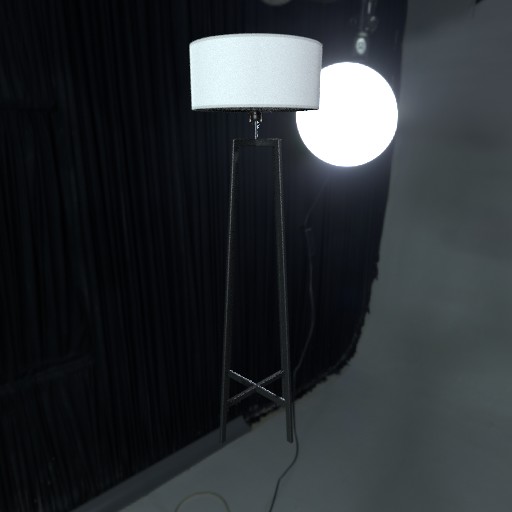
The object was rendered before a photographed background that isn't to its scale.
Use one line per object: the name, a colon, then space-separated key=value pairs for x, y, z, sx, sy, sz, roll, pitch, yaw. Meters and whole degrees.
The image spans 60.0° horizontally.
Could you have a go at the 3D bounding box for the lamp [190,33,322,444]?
lamp: x=0.000 y=0.000 z=1.749 sx=0.457 sy=1.510 sz=0.456 roll=15 pitch=22 yaw=42
